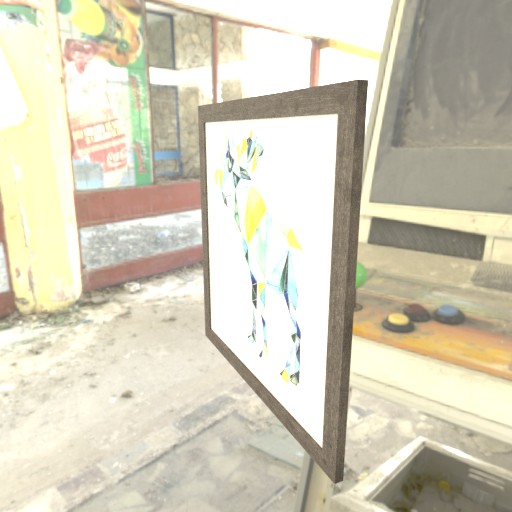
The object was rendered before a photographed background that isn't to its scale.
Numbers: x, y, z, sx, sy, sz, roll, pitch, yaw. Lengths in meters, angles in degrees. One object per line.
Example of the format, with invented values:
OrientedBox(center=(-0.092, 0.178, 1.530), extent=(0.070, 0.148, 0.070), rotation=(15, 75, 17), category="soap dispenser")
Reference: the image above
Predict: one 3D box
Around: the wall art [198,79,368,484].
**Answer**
OrientedBox(center=(0.000, 0.000, 0.675), extent=(0.013, 0.457, 0.457), rotation=(-7, 17, -25), category="wall art")
